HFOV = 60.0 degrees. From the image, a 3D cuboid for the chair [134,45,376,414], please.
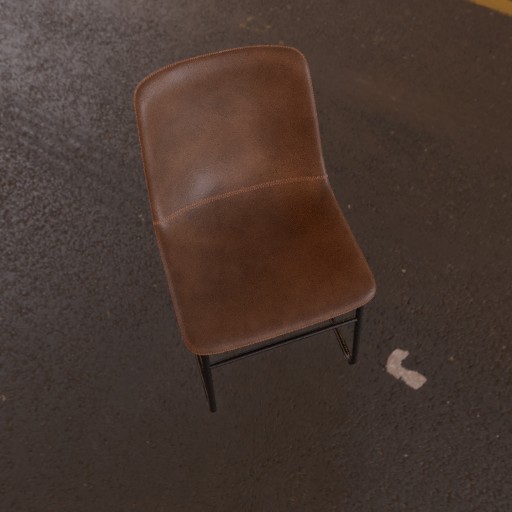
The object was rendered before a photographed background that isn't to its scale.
[{"bbox_3d":[0.000,0.000,1.104,0.460,0.780,0.551,-16,64,-8],"label":"chair"}]
